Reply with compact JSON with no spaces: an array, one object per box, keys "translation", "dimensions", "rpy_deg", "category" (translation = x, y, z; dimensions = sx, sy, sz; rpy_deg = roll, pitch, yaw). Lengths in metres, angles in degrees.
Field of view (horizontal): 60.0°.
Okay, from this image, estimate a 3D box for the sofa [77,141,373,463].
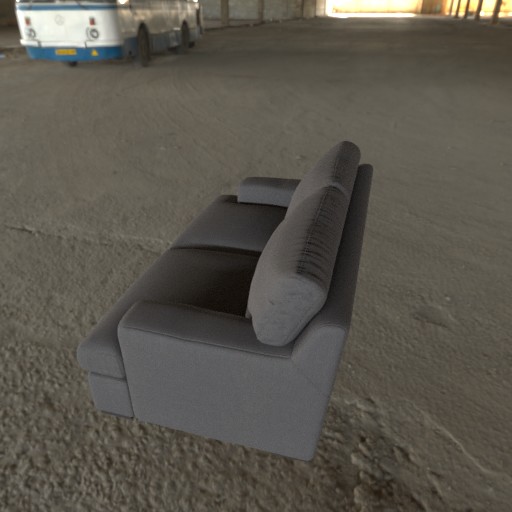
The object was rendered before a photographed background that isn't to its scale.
[{"translation":[0.000,0.000,2.499],"dimensions":[1.143,0.940,1.880],"rpy_deg":[8,31,13],"category":"sofa"}]
